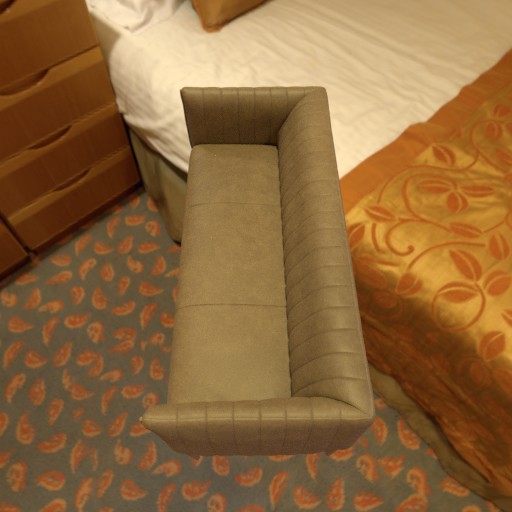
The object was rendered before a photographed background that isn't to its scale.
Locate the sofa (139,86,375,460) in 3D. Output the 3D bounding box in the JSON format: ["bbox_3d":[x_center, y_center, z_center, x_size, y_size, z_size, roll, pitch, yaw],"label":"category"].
[{"bbox_3d":[0.000,0.000,2.424,0.876,0.779,1.980,-1,58,0],"label":"sofa"}]
